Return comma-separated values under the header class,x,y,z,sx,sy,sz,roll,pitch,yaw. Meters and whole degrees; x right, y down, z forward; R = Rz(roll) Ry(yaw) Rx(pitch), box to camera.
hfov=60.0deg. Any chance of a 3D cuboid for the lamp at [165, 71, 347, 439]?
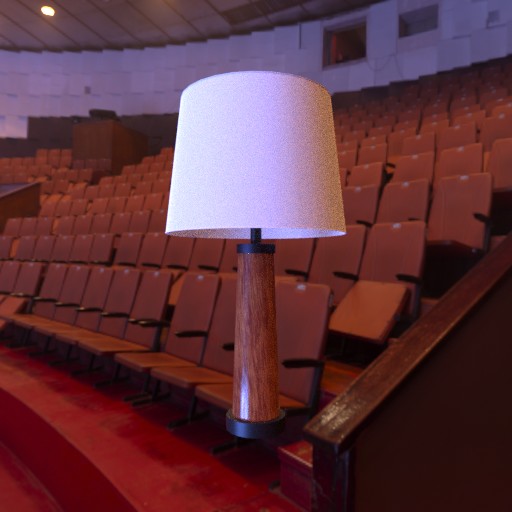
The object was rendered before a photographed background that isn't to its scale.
class,x,y,z,sx,sy,sz,roll,pitch,yaw
lamp,0.000,0.000,0.869,0.349,0.667,0.349,0,-1,0
